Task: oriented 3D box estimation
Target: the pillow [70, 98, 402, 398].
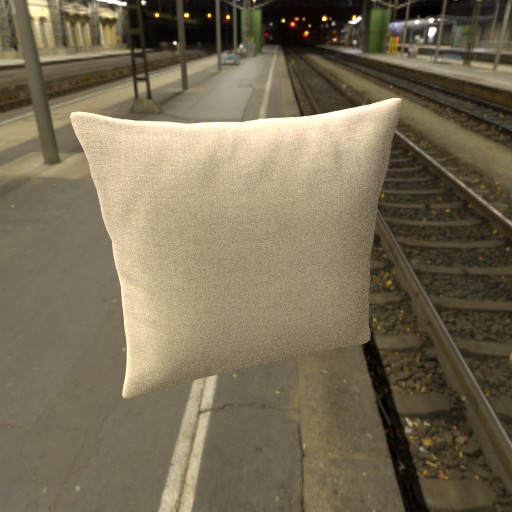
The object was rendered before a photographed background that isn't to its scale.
[{"bbox_3d":[0.000,0.000,0.778,0.523,0.510,0.166,-8,28,-17],"label":"pillow"}]
